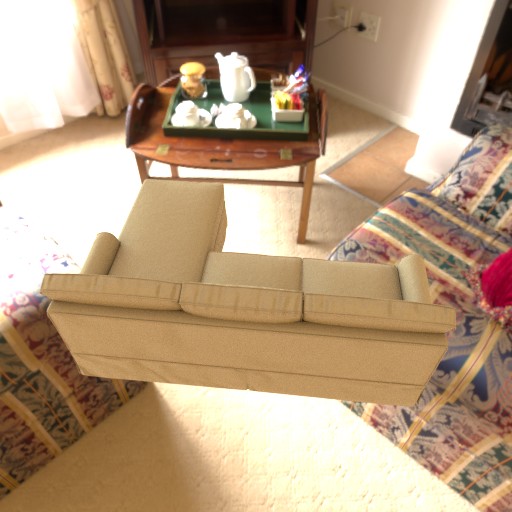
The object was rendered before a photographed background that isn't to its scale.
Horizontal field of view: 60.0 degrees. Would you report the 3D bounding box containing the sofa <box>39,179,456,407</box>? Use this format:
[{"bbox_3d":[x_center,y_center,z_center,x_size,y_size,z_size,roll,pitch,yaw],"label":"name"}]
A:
[{"bbox_3d":[0.000,0.000,3.369,2.475,0.978,1.733,4,47,4],"label":"sofa"}]
